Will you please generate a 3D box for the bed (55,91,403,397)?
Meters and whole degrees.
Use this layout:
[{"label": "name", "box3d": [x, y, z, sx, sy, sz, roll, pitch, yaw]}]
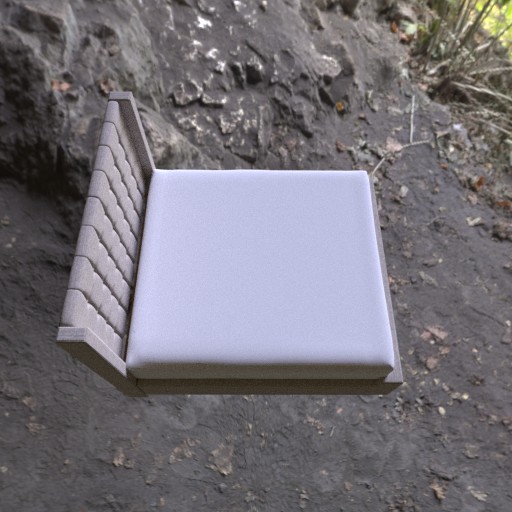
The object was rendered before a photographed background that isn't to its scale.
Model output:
[{"label": "bed", "box3d": [0.000, 0.000, 3.798, 2.372, 1.748, 2.044, 0, 62, 0]}]
